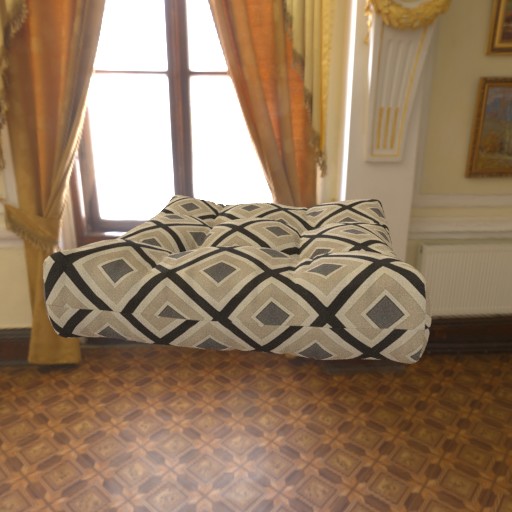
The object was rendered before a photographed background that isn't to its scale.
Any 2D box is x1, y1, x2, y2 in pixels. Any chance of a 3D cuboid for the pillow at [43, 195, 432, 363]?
[{"bbox_3d":[0.000,0.000,0.727,0.468,0.128,0.490,2,17,8],"label":"pillow"}]
